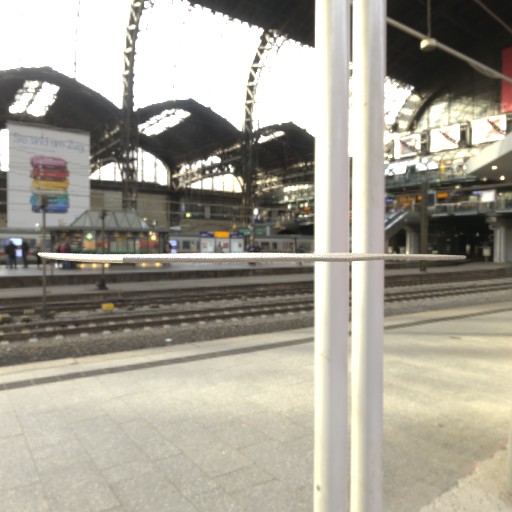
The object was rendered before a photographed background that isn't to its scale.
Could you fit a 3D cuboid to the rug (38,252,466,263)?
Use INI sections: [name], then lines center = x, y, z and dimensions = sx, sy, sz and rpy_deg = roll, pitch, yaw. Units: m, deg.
[rug]
center = 0.000, 0.000, 2.278
dimensions = 1.829, 0.034, 1.252
rpy_deg = -1, 1, -36
